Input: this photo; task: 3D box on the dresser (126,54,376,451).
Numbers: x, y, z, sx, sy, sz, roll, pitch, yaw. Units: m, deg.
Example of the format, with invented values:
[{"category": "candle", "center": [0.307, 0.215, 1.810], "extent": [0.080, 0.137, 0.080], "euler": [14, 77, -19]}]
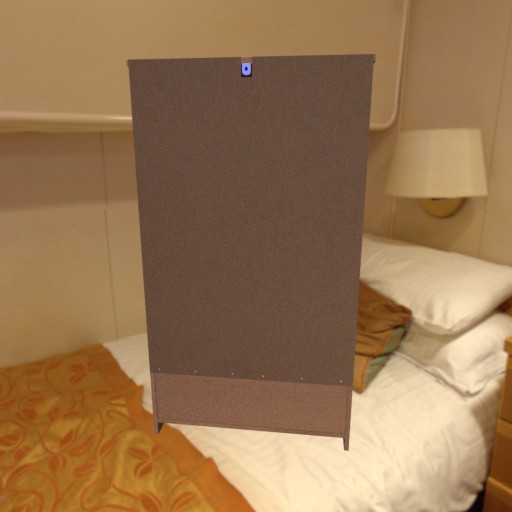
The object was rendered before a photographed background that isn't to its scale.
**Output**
[{"category": "dresser", "center": [0.000, 0.000, 1.586], "extent": [0.704, 1.255, 0.399], "euler": [2, 15, 7]}]
